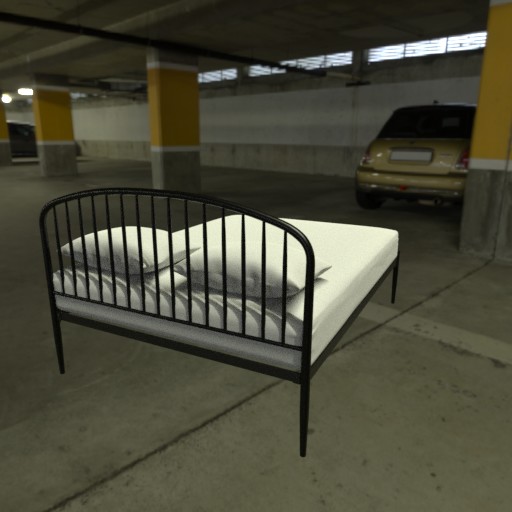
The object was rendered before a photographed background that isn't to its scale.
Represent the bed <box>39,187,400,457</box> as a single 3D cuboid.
[{"bbox_3d":[0.000,0.000,3.117,1.618,1.166,2.159,8,17,26],"label":"bed"}]
